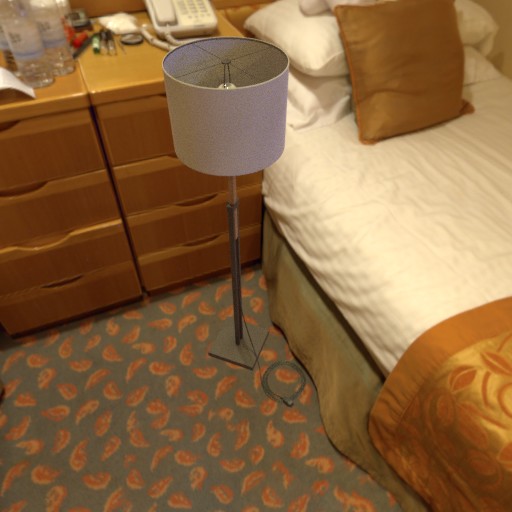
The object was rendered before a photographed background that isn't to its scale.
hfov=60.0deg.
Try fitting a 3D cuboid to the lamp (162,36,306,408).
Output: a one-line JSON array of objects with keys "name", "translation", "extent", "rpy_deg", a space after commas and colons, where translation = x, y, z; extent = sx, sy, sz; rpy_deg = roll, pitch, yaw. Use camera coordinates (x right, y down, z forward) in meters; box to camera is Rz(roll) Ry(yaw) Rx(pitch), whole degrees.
[{"name": "lamp", "translation": [0.000, 0.000, 1.961], "extent": [0.639, 1.650, 0.474], "rpy_deg": [15, 48, 14]}]
